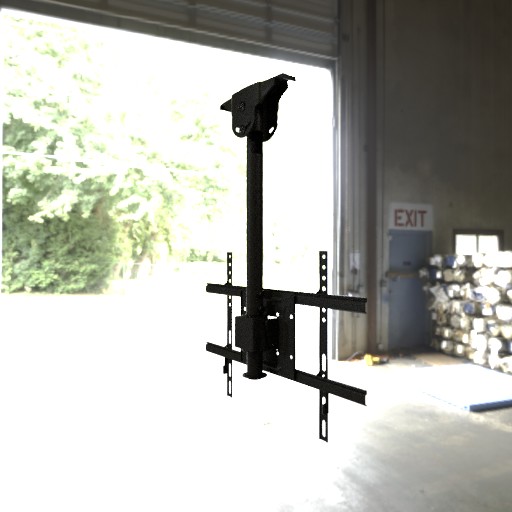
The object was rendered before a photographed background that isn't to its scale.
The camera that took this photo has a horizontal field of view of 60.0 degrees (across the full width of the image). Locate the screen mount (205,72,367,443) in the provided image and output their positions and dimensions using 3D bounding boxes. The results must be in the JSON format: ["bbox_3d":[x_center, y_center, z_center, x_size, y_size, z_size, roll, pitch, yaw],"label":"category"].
[{"bbox_3d":[0.000,0.000,1.048,0.090,0.775,0.595,0,0,-36],"label":"screen mount"}]
